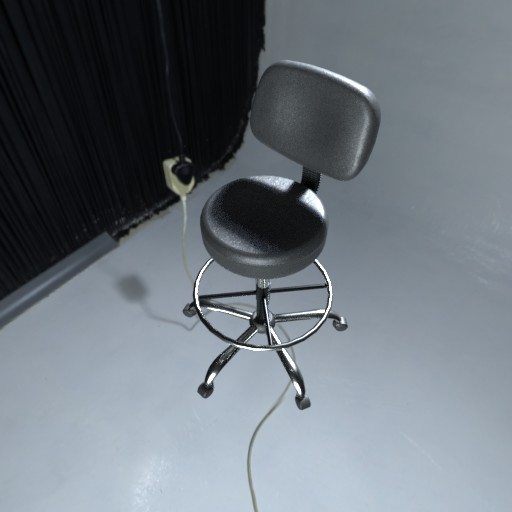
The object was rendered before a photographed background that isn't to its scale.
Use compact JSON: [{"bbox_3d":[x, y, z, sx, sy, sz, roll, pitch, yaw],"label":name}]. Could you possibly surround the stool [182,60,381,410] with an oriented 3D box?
[{"bbox_3d":[0.000,0.000,1.488,0.694,1.069,0.658,32,55,26],"label":"stool"}]
